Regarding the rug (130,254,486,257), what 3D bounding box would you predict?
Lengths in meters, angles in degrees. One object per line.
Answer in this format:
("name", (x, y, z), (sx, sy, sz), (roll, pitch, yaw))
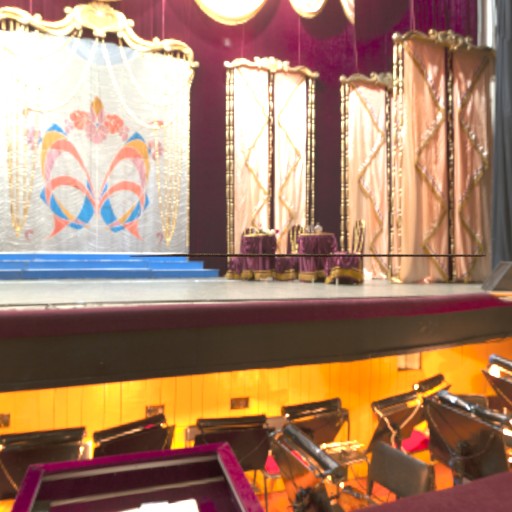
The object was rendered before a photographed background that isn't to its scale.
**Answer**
("rug", (0.000, 0.000, 3.098), (1.554, 0.011, 2.476), (0, 0, -19))
